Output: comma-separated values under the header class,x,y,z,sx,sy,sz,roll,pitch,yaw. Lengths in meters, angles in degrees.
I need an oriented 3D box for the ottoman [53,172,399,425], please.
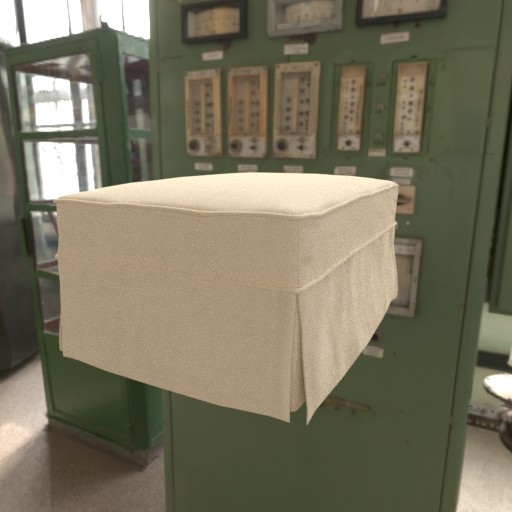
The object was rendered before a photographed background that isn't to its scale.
class,x,y,z,sx,sy,sz,roll,pitch,yaw
ottoman,0.000,0.000,1.328,0.703,0.479,0.944,7,15,27
